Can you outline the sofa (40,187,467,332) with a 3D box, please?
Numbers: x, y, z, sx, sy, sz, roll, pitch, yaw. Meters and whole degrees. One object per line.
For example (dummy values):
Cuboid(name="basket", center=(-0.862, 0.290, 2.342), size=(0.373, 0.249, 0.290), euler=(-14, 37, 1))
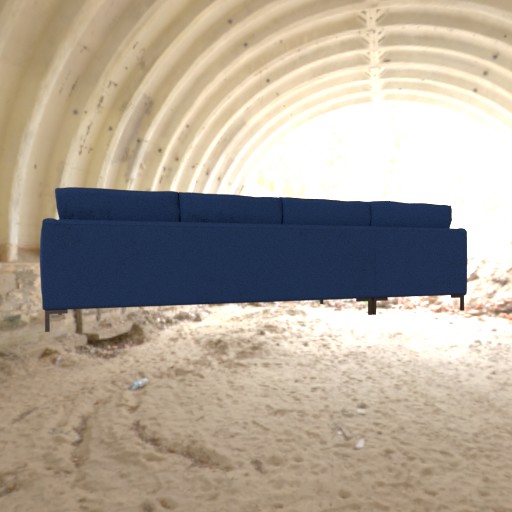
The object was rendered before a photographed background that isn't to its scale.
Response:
Cuboid(name="sofa", center=(0.000, 0.000, 2.892), size=(2.450, 0.679, 1.128), euler=(0, 0, -19))
